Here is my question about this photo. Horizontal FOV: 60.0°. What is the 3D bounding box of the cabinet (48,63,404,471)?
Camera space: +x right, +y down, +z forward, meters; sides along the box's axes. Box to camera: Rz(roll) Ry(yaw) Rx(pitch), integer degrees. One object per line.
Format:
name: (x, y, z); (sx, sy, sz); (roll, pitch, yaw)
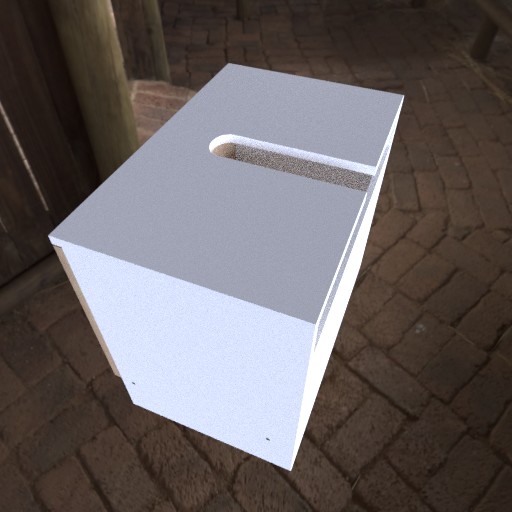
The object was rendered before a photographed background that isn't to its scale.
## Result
cabinet: (0.000, 0.000, 0.949); (0.400, 0.522, 0.600); (17, 49, 15)
